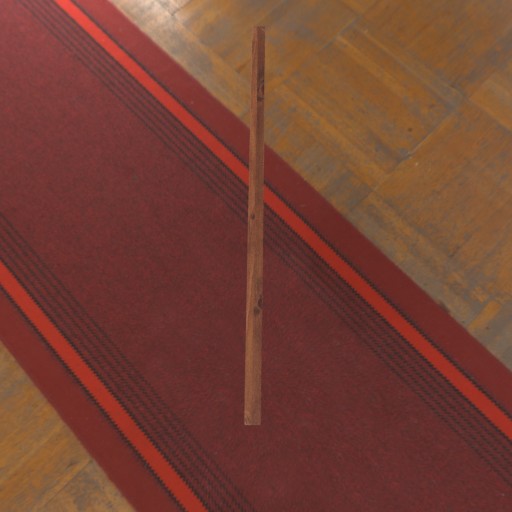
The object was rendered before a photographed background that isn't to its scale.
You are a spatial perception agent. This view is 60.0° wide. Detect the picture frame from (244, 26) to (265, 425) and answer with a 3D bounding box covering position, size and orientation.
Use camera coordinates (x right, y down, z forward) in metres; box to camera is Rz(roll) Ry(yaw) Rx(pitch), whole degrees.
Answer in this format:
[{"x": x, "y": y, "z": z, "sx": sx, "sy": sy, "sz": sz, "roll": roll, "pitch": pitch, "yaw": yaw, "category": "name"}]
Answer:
[{"x": 0.000, "y": 0.000, "z": 1.246, "sx": 0.029, "sy": 0.817, "sz": 0.810, "roll": 1, "pitch": 75, "yaw": 0, "category": "picture frame"}]
